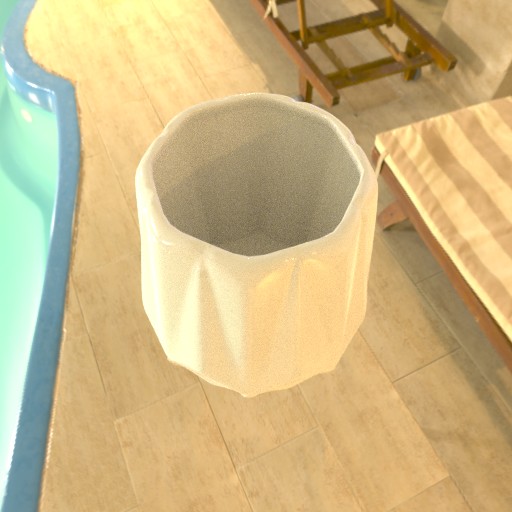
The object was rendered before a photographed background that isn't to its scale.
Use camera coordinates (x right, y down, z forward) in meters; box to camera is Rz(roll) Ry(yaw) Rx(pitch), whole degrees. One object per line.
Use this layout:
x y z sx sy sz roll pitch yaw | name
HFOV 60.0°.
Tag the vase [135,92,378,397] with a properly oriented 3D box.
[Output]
0.000 0.000 0.259 0.141 0.152 0.141 0 58 0 | vase
